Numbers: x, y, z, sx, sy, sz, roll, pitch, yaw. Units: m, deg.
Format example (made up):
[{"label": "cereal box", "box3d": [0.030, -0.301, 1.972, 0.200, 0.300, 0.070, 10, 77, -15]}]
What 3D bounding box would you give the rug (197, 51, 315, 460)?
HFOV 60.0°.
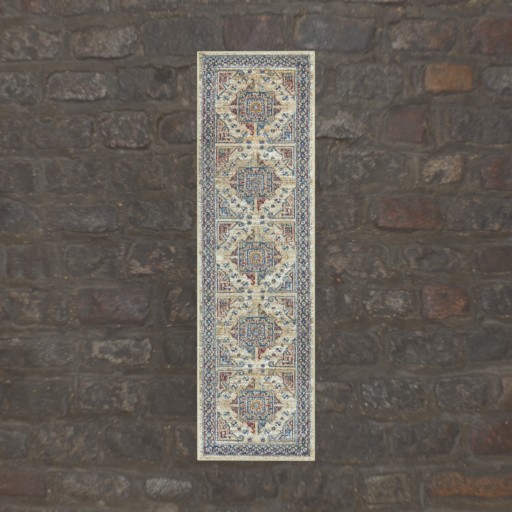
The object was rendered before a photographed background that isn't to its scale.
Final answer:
[{"label": "rug", "box3d": [0.000, 0.000, 2.492, 0.661, 0.013, 2.297, 0, 90, 0]}]
